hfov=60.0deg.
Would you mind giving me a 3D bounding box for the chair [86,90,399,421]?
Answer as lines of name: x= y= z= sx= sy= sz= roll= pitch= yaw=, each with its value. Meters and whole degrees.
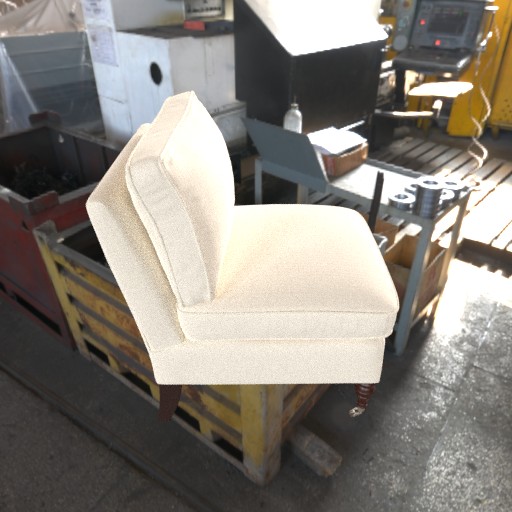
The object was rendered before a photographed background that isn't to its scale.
chair: x=0.000 y=0.000 z=1.415 sx=0.781 sy=0.887 sz=0.630 roll=0 pitch=33 yaw=0
